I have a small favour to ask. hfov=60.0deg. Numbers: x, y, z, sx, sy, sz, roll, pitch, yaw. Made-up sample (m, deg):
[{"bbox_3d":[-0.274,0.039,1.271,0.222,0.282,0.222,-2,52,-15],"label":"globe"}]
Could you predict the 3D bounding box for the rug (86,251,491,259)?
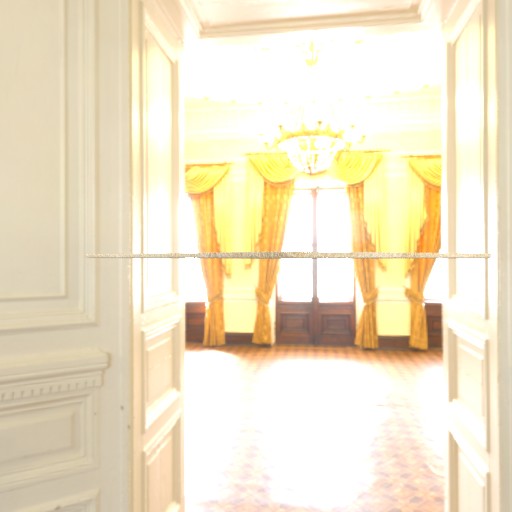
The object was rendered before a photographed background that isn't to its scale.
[{"bbox_3d":[0.000,0.000,2.905,1.500,0.026,2.349,0,0,-37],"label":"rug"}]
